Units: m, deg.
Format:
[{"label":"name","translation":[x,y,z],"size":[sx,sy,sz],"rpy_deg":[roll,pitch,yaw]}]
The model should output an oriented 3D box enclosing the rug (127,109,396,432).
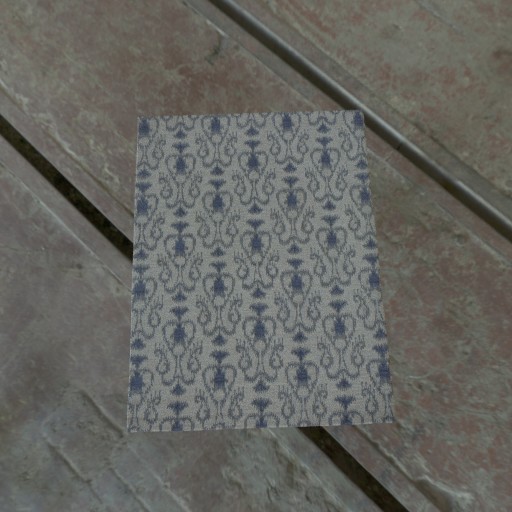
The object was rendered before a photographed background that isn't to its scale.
[{"label":"rug","translation":[0.000,0.000,4.392],"size":[2.437,0.015,3.205],"rpy_deg":[-2,76,0]}]
